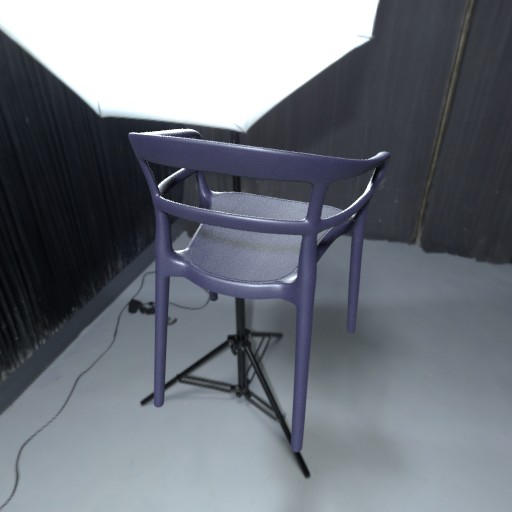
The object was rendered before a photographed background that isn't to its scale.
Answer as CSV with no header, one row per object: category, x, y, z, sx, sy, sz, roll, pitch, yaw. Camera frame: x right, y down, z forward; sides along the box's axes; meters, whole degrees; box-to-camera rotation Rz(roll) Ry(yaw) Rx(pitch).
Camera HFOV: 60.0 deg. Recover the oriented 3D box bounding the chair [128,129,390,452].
chair,0.000,0.000,1.142,0.559,0.761,0.527,11,34,17
